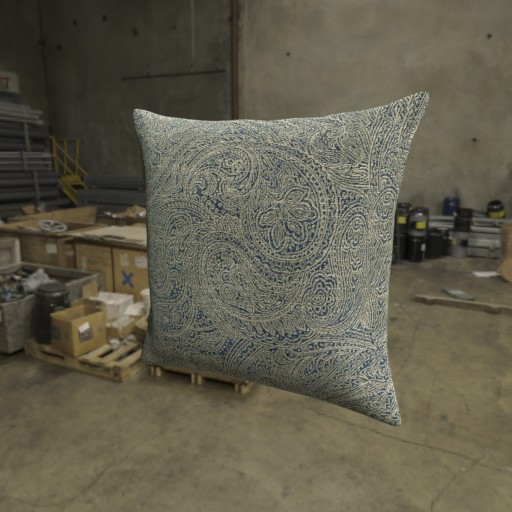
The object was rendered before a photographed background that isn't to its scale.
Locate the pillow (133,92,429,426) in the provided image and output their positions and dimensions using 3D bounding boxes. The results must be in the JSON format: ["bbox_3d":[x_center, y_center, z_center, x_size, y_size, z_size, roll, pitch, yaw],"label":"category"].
[{"bbox_3d":[0.000,0.000,0.769,0.523,0.510,0.166,6,14,24],"label":"pillow"}]
